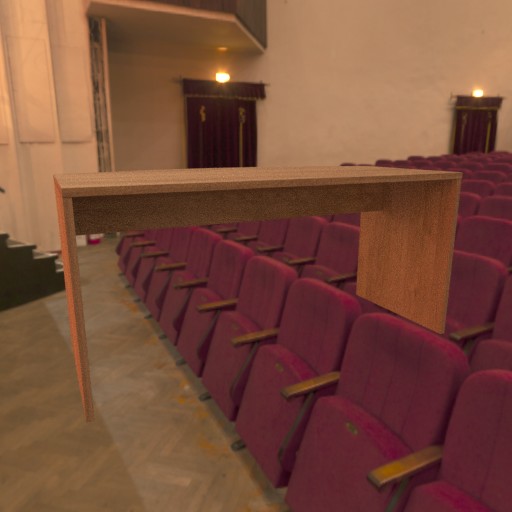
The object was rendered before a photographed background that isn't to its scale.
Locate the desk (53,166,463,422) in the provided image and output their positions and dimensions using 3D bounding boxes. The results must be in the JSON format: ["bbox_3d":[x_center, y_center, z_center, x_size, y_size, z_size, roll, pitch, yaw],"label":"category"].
[{"bbox_3d":[0.000,0.000,2.022,1.600,0.752,0.802,-7,16,-25],"label":"desk"}]
